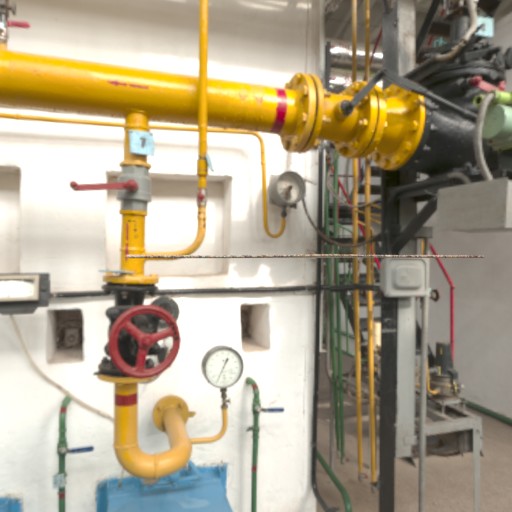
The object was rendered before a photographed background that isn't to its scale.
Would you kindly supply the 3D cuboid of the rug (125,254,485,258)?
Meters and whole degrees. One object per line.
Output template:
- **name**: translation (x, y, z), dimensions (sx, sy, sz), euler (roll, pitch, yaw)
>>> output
- **rug**: translation (0.000, 0.000, 4.294), dimensions (2.436, 0.024, 3.226), euler (0, 0, -17)
